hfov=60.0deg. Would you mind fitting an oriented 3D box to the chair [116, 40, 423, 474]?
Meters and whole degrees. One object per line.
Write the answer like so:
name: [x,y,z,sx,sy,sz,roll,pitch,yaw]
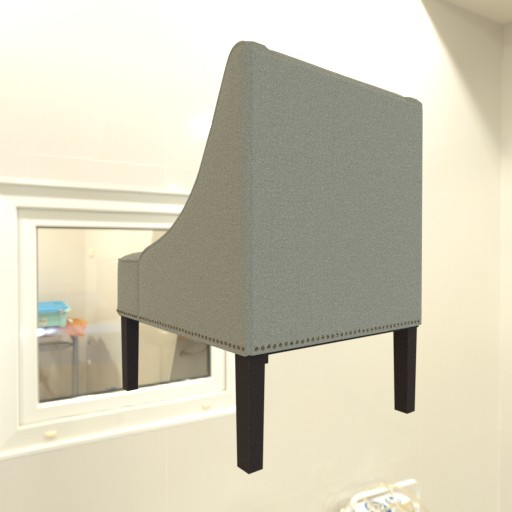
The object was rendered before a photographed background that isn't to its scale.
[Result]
chair: [0.000,0.000,1.324,0.610,0.864,0.737,-1,1,-37]
